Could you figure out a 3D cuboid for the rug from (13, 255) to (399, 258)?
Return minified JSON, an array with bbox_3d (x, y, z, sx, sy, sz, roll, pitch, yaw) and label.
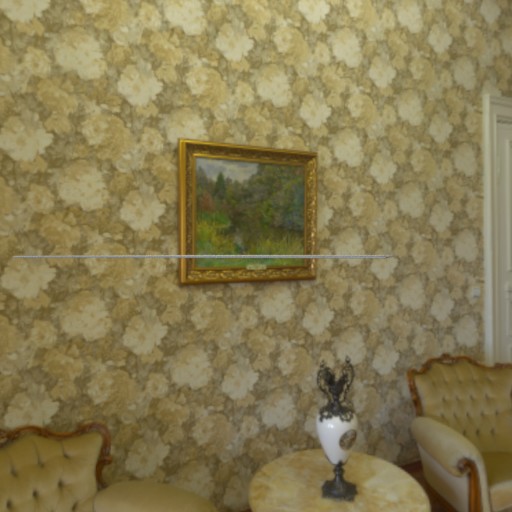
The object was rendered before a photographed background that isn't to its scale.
[{"bbox_3d":[0.000,0.000,3.943,2.363,0.012,2.980,0,0,19],"label":"rug"}]
